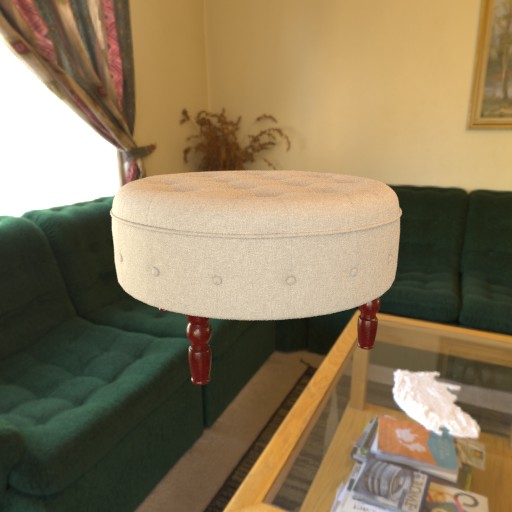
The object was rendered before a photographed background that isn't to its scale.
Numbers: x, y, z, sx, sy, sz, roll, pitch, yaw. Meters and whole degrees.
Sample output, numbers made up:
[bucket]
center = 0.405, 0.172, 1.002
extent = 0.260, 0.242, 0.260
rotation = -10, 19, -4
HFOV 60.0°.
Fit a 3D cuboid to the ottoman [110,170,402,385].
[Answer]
[ottoman]
center = 0.000, 0.000, 1.397
extent = 0.849, 0.478, 0.849
rotation = 0, 16, 0
